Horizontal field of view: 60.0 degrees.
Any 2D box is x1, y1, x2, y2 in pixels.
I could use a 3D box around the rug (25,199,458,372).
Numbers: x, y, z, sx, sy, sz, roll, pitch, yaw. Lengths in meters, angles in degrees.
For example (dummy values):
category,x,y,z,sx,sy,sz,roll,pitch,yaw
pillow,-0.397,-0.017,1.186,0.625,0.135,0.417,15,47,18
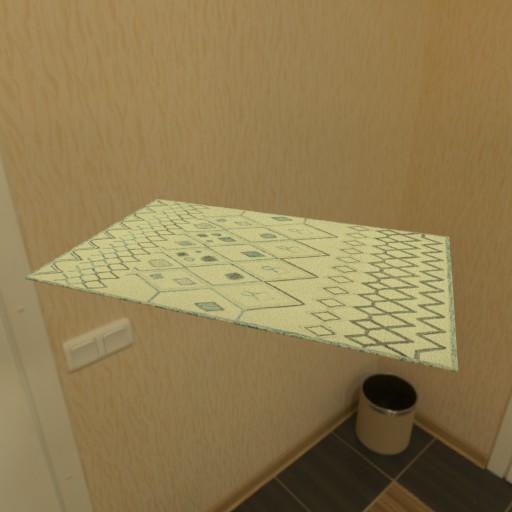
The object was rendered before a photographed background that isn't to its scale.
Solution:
category,x,y,z,sx,sy,sz,roll,pitch,yaw
rug,0.000,0.000,2.955,2.439,0.015,1.524,9,28,18
